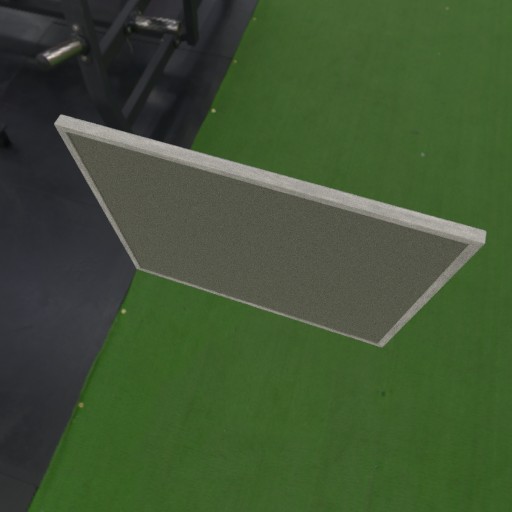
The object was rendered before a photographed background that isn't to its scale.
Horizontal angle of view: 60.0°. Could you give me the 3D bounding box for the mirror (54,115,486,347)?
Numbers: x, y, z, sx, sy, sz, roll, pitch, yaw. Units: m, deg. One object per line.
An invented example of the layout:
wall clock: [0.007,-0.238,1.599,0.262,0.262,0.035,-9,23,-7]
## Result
mirror: [0.000,0.000,1.132,0.839,0.689,0.028,17,65,8]
